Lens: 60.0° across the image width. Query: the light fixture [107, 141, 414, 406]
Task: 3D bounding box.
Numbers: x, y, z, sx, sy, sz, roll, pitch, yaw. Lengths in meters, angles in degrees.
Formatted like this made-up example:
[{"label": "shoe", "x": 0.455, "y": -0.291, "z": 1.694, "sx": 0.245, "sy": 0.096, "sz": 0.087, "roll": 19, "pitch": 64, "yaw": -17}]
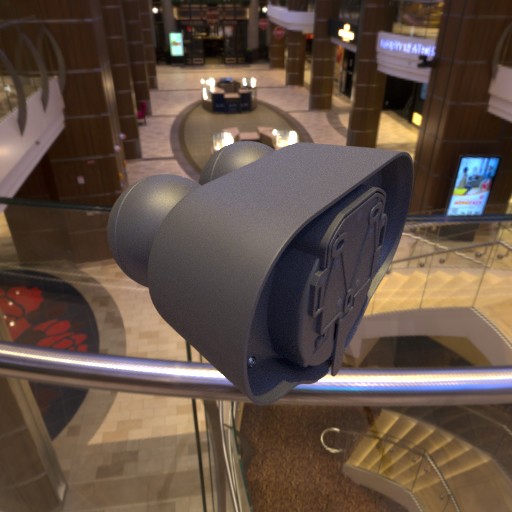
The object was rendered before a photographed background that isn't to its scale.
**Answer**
[{"label": "light fixture", "x": 0.000, "y": 0.000, "z": 0.341, "sx": 0.159, "sy": 0.159, "sz": 0.229, "roll": 21, "pitch": 38, "yaw": 30}]
